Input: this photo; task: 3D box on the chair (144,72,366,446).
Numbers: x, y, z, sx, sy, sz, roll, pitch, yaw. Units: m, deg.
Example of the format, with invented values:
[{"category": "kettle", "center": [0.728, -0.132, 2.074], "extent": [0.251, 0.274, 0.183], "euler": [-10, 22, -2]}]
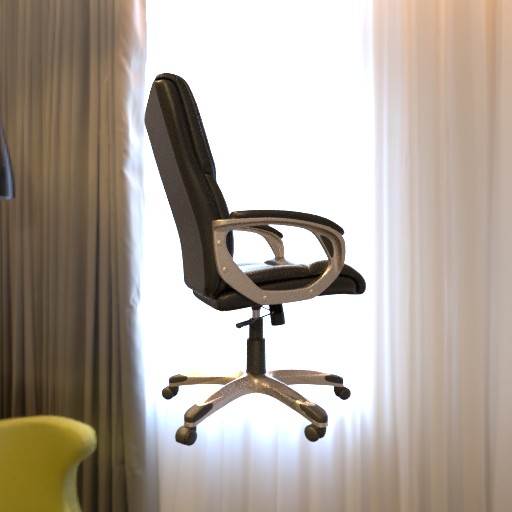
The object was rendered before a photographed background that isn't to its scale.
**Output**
[{"category": "chair", "center": [0.000, 0.000, 1.649], "extent": [0.780, 1.145, 0.700], "euler": [0, 1, -18]}]
